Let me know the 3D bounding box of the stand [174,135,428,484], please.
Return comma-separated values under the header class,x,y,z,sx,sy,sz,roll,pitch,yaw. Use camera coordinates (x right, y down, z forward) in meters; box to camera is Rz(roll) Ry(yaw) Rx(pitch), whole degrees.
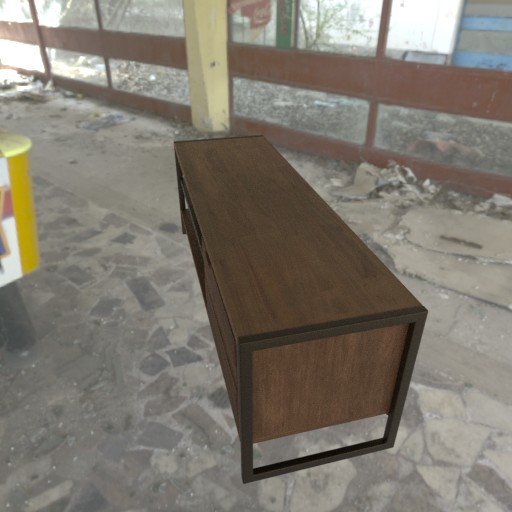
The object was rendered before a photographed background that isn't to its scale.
class,x,y,z,sx,sy,sz,roll,pitch,yaw
stand,0.000,0.000,1.727,0.454,0.506,1.480,-8,32,-12
